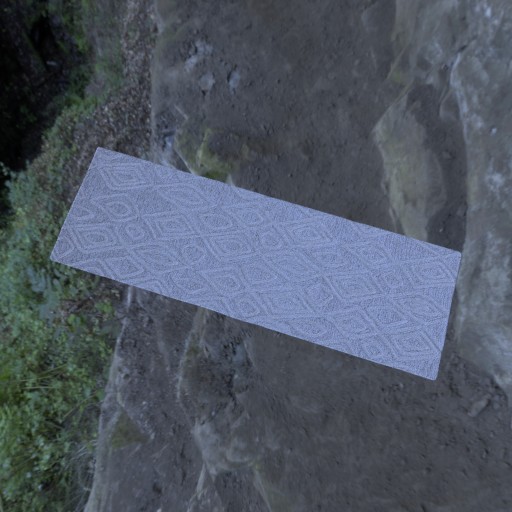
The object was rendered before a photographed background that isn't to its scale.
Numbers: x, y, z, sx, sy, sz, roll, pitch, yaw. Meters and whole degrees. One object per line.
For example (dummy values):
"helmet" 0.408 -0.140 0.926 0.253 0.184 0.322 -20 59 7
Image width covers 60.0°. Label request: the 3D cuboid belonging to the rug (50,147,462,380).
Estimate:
"rug" 0.000 0.000 2.740 2.436 0.013 0.807 17 77 4
